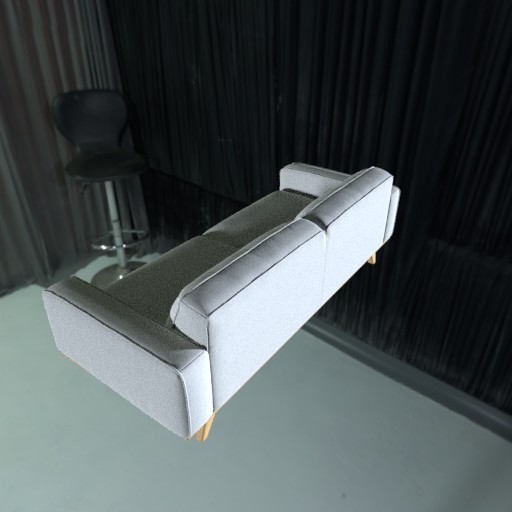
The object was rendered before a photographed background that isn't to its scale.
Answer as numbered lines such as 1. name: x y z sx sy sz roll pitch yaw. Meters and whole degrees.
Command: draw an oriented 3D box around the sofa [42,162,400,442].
1. sofa: 0.000 0.000 2.755 0.956 0.781 2.270 21 37 31
